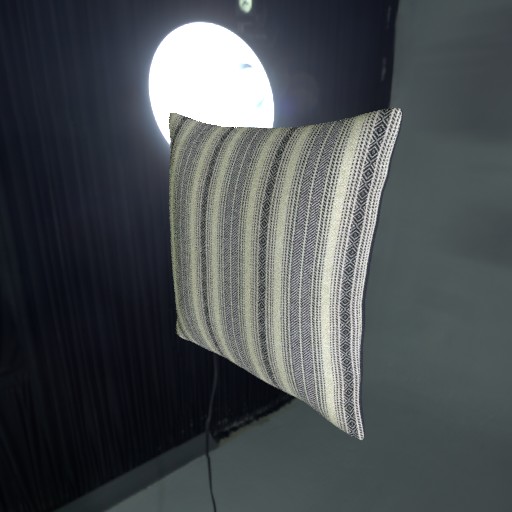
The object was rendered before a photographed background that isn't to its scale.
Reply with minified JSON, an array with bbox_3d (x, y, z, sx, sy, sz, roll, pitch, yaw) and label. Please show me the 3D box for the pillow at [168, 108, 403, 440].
[{"bbox_3d":[0.000,0.000,0.812,0.166,0.508,0.520,-16,24,-42],"label":"pillow"}]
